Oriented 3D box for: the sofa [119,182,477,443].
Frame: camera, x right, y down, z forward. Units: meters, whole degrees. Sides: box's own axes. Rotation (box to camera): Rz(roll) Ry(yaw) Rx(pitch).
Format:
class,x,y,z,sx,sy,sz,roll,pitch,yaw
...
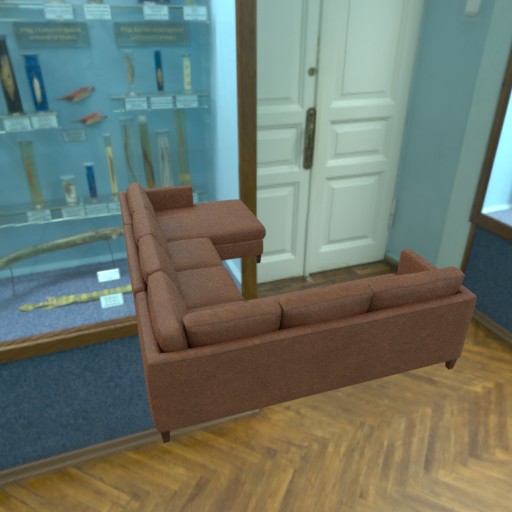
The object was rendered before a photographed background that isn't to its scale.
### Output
class,x,y,z,sx,sy,sz,roll,pitch,yaw
sofa,0.000,0.000,4.680,2.593,0.923,3.460,-9,29,-16
